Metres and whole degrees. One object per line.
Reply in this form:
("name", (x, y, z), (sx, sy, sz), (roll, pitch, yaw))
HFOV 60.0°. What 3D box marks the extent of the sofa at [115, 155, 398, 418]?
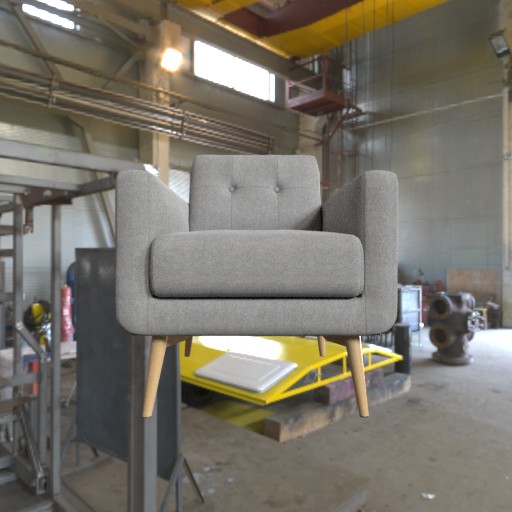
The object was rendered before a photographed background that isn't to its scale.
("sofa", (0.000, 0.000, 1.594), (0.770, 0.860, 0.920), (0, 0, 0))
